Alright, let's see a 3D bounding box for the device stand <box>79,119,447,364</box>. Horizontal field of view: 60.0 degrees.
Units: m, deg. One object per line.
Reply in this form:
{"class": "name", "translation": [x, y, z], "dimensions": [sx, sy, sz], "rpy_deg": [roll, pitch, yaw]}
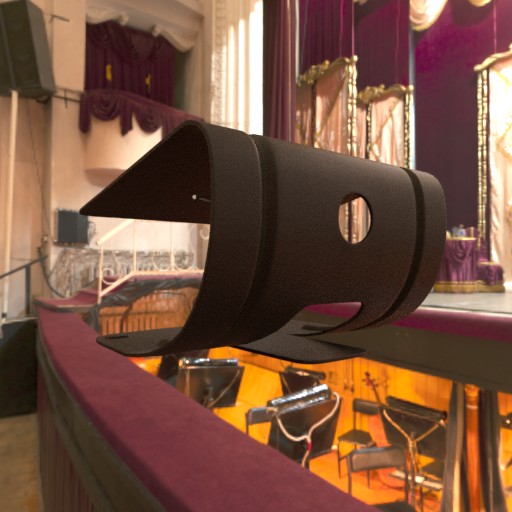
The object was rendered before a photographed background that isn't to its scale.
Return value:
{"class": "device stand", "translation": [0.000, 0.000, 0.405], "dimensions": [0.256, 0.155, 0.236], "rpy_deg": [1, -2, -37]}
